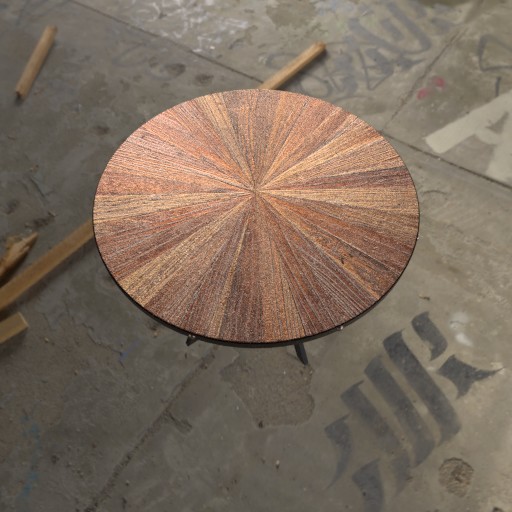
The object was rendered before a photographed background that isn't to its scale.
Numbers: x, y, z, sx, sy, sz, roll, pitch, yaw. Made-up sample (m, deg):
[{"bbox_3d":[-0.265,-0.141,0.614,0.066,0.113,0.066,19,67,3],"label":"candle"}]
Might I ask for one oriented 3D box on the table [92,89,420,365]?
[{"bbox_3d":[0.000,0.000,1.494,0.885,0.658,0.885,0,57,0],"label":"table"}]
